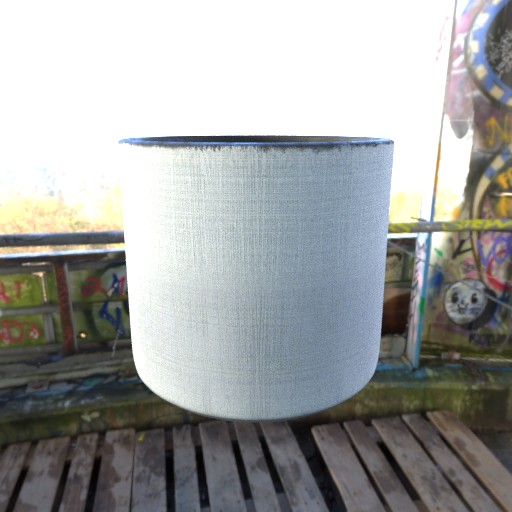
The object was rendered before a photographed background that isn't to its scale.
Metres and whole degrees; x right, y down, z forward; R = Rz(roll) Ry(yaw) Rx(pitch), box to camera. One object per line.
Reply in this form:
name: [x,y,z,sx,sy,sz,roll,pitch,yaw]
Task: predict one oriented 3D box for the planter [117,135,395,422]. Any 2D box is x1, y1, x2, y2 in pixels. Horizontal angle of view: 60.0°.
planter: [0.000,0.000,0.389,0.221,0.201,0.221,0,17,0]
